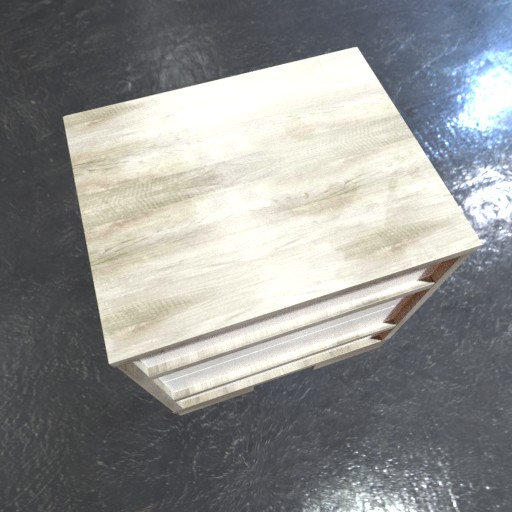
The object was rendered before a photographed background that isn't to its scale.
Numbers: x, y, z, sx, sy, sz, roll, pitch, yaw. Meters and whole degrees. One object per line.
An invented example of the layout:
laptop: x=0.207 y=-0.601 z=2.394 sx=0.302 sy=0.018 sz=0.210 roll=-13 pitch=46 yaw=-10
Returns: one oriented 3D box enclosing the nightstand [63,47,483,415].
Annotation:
nightstand: x=0.000 y=0.000 z=0.746 sx=0.427 sy=0.448 sz=0.347 roll=-17 pitch=65 yaw=-8
